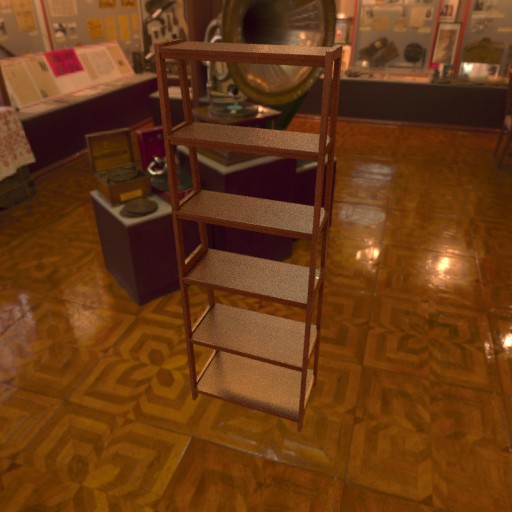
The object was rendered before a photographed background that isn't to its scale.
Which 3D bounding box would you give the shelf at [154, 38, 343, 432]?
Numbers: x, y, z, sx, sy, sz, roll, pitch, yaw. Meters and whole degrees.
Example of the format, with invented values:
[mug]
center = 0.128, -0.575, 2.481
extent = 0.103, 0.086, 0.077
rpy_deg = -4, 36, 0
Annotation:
[shelf]
center = 0.000, 0.000, 2.162
extent = 0.660, 1.892, 0.382
rpy_deg = 11, 33, 17
